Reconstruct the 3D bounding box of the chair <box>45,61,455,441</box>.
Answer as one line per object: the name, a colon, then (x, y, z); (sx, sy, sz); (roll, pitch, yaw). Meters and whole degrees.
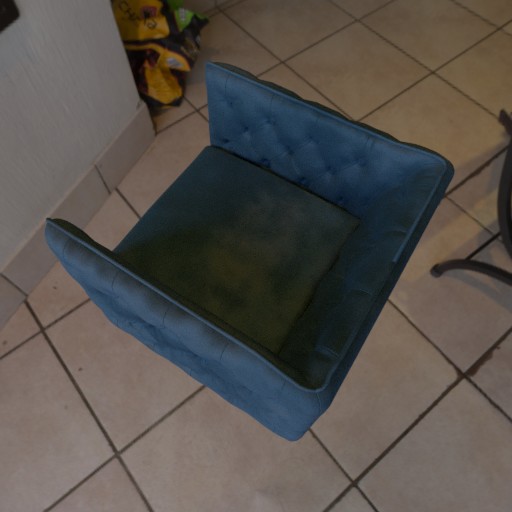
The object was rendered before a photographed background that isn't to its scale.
chair: (0.000, 0.000, 1.541); (0.877, 0.771, 0.868); (29, 66, 15)
